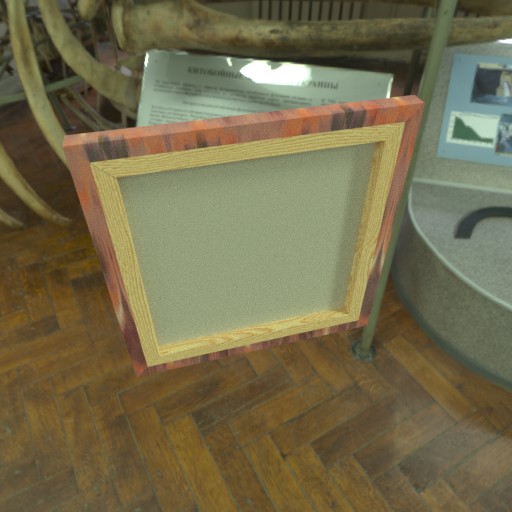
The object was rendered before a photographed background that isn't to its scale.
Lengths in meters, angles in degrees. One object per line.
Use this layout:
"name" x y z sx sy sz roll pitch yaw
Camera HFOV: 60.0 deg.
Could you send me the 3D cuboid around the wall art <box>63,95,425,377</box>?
"wall art" 0.000 0.000 0.930 0.603 0.609 0.037 -10 43 -11
